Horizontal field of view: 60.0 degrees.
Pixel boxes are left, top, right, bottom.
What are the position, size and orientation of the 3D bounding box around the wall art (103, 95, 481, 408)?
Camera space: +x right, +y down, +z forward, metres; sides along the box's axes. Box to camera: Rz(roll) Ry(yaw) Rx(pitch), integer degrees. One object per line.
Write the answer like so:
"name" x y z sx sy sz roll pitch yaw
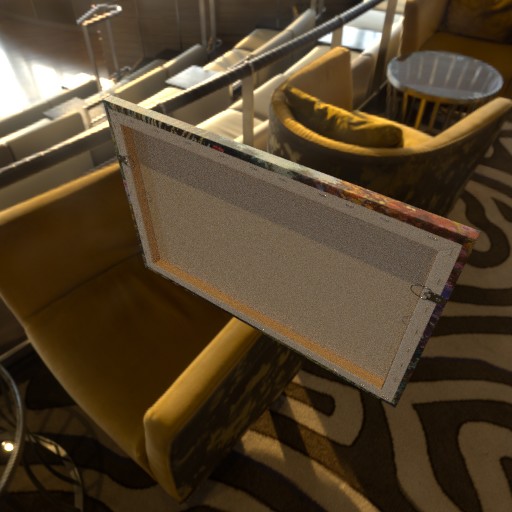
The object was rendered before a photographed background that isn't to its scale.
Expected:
"wall art" 0.000 0.000 1.430 1.136 0.760 0.042 26 51 23
